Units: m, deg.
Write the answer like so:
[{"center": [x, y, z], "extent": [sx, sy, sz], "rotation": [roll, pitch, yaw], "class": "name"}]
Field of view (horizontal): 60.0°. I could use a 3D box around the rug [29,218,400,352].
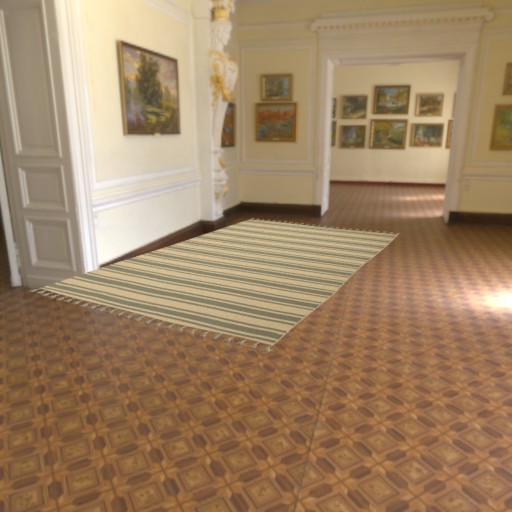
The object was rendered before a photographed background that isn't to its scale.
[{"center": [0.000, 0.000, 2.590], "extent": [1.222, 0.009, 2.084], "rotation": [8, 17, 28], "class": "rug"}]
